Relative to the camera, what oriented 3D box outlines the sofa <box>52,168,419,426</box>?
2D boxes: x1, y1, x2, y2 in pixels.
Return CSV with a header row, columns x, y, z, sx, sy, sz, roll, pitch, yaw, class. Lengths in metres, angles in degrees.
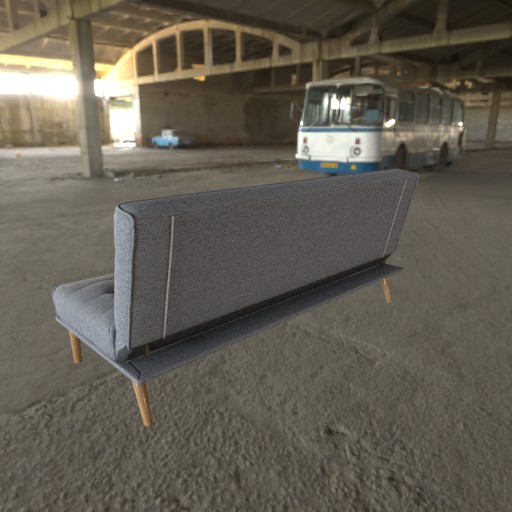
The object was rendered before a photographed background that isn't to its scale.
x,y,z,sx,sy,sz,roll,pitch,yaw,class
0.000,0.000,2.311,1.820,0.830,0.810,-15,22,-42,sofa
